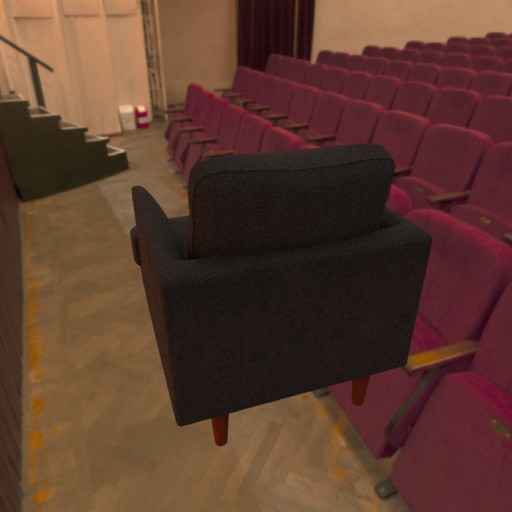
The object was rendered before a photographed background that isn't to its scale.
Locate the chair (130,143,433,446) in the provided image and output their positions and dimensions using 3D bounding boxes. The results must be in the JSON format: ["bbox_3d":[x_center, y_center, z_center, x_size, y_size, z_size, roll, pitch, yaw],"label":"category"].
[{"bbox_3d":[0.000,0.000,1.670,0.858,0.957,0.899,-9,30,-17],"label":"chair"}]
